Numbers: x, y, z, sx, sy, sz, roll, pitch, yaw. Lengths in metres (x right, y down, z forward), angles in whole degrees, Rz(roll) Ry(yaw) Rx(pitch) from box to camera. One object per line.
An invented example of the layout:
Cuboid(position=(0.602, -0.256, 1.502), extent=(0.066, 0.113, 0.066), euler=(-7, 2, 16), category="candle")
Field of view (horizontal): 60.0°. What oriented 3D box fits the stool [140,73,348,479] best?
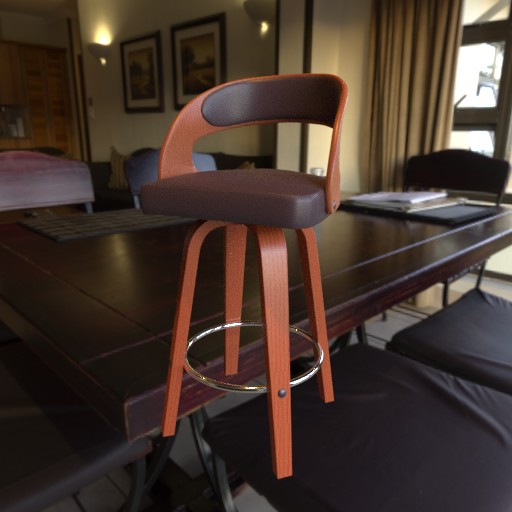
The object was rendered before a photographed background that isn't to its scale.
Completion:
Cuboid(position=(0.000, 0.000, 1.170), extent=(0.457, 0.940, 0.457), euler=(8, 17, 25), category="stool")
